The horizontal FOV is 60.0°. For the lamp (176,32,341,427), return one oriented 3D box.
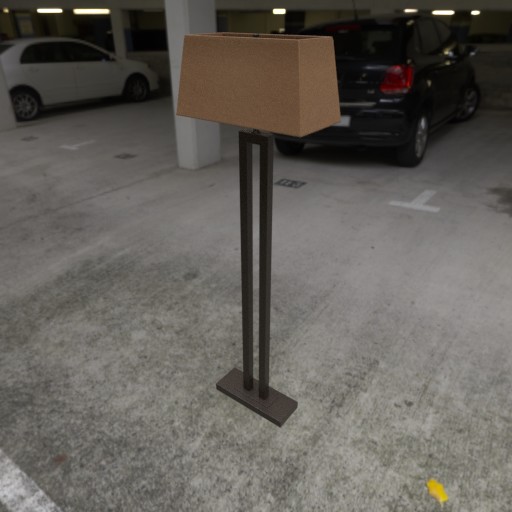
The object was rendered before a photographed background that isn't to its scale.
[{"bbox_3d":[0.000,0.000,1.640,0.475,1.469,0.233,20,35,32],"label":"lamp"}]
